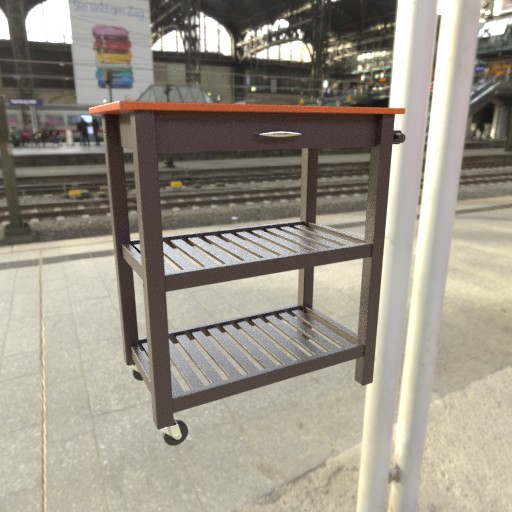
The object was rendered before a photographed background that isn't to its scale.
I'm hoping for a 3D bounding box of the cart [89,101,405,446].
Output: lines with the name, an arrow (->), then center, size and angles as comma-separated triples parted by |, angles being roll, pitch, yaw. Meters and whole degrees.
cart -> 0.000, 0.000, 1.468 | 0.899, 0.927, 0.457 | -8, 18, -27
